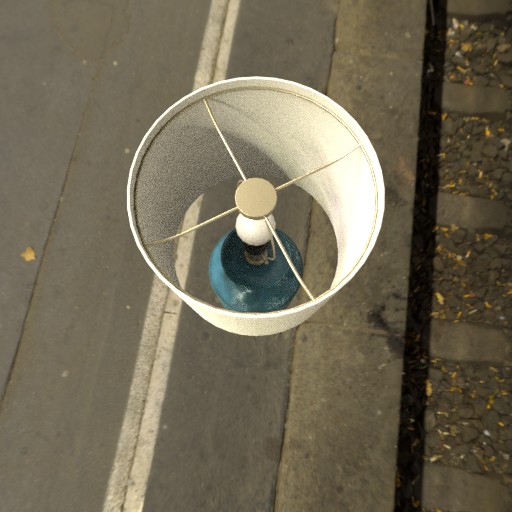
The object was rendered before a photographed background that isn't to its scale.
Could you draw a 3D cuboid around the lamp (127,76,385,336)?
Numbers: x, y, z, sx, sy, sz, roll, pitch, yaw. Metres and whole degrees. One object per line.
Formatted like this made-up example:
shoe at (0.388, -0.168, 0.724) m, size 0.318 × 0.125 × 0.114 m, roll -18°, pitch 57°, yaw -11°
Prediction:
lamp at (0.000, 0.000, 0.583) m, size 0.211 × 0.455 × 0.211 m, roll -13°, pitch 76°, yaw -3°
